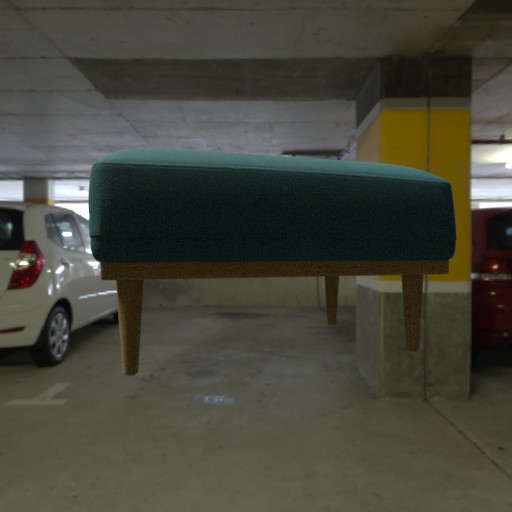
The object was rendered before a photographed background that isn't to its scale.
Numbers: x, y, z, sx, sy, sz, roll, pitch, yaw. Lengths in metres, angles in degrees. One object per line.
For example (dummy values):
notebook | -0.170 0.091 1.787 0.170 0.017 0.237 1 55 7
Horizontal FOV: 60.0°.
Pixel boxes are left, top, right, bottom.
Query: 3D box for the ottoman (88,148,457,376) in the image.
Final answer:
ottoman | 0.000 0.000 1.082 0.749 0.428 0.549 0 0 -18
